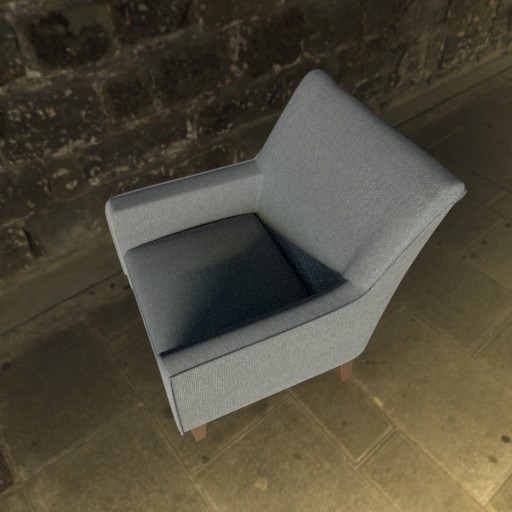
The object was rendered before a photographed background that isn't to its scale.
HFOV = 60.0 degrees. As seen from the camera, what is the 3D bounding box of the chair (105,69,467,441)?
[{"bbox_3d":[0.000,0.000,1.587,0.899,0.919,0.780,-18,49,-16],"label":"chair"}]
